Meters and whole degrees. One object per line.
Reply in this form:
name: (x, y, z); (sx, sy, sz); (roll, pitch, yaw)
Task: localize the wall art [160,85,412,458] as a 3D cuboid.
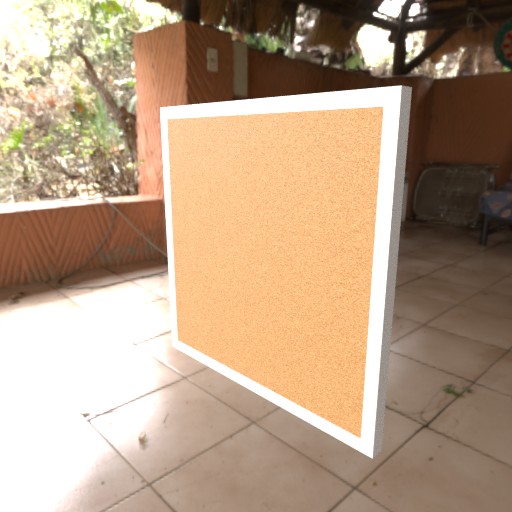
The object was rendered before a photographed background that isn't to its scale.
wall art: (0.000, 0.000, 1.144); (0.038, 0.762, 0.762); (-14, 20, -43)
